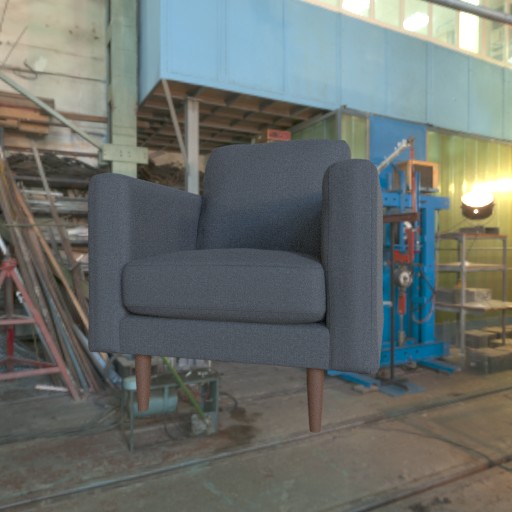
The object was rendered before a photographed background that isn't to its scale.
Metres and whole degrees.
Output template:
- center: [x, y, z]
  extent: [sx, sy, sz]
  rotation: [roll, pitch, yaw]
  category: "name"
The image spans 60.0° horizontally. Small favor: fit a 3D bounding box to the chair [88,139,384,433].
- center: [0.000, 0.000, 1.557]
  extent: [0.854, 0.927, 0.800]
  rotation: [0, 1, 17]
  category: "chair"
